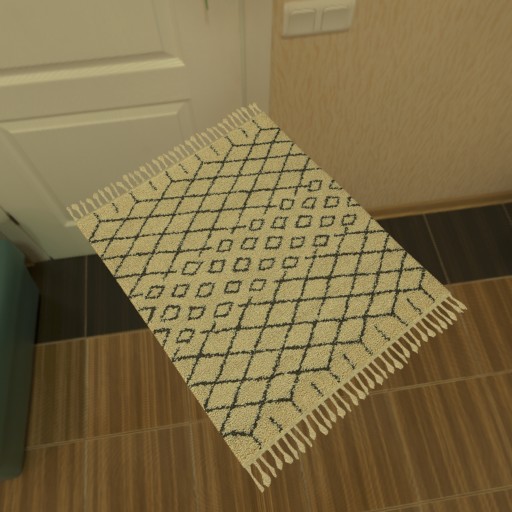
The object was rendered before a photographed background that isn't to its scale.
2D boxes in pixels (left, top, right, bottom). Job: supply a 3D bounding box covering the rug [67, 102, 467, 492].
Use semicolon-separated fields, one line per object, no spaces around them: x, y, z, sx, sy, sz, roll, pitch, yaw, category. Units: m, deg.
0.000;0.000;4.238;2.388;0.030;3.213;-35;69;-16;rug
